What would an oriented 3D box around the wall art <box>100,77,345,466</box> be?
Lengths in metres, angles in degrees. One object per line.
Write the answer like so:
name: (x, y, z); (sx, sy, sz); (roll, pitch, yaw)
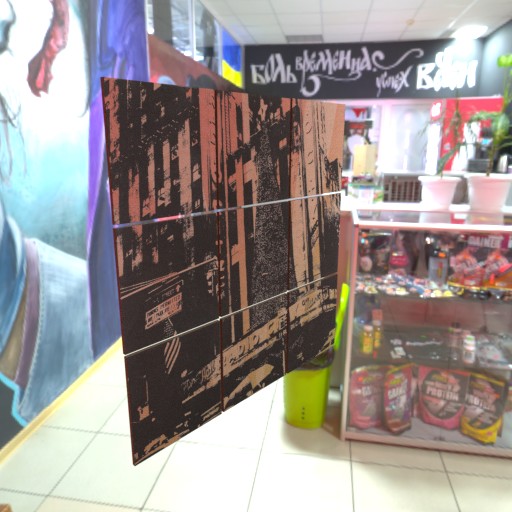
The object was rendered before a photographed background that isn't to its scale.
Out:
wall art: (0.000, 0.000, 2.211); (0.017, 1.521, 1.527); (13, 19, 41)
